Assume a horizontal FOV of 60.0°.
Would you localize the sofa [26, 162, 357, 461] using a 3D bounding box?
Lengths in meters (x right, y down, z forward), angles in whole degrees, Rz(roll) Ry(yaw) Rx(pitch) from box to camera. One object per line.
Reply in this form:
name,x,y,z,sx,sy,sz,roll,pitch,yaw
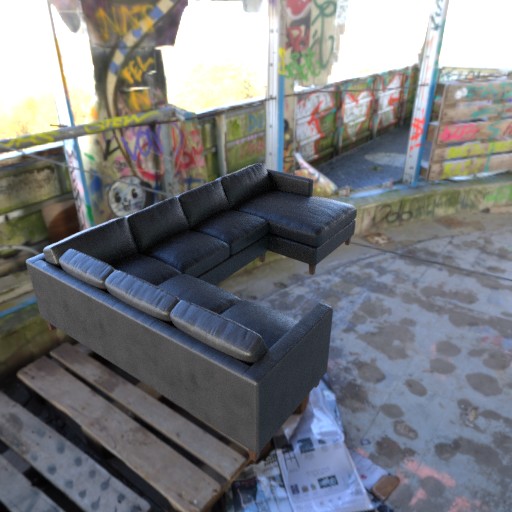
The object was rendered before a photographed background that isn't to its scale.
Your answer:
sofa,0.000,0.000,4.449,2.452,0.891,3.324,19,34,31
